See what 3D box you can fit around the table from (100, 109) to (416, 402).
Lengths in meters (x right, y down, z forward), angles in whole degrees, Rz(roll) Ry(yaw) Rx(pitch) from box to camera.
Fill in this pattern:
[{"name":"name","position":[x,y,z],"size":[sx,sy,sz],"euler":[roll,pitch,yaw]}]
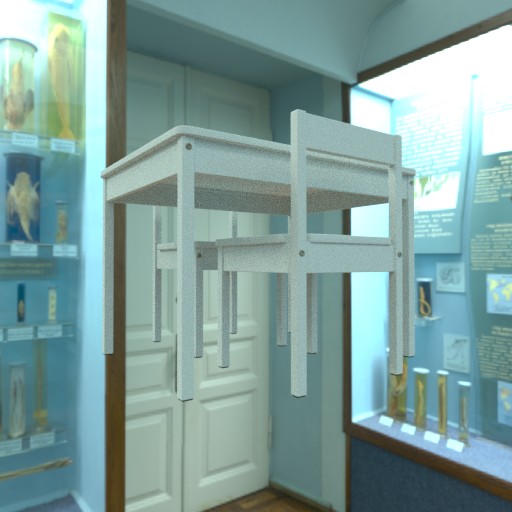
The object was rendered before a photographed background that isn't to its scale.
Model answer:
[{"name":"table","position":[0.000,0.000,1.124],"size":[0.650,0.503,0.672],"euler":[1,-1,-35]}]
